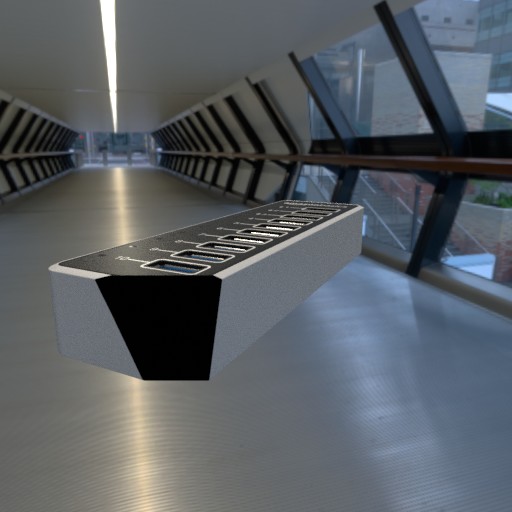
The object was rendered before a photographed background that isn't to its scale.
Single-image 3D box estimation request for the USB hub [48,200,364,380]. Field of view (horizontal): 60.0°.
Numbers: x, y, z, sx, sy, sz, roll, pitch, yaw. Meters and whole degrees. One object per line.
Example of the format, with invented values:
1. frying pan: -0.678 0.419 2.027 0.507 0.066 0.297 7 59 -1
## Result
1. USB hub: 0.000 0.000 0.163 0.044 0.023 0.145 7 16 26
